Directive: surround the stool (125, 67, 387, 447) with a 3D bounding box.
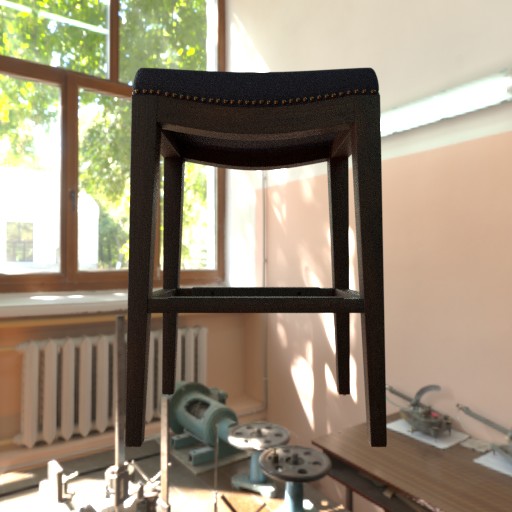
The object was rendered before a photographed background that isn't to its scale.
[{"bbox_3d":[0.000,0.000,1.024,0.498,0.740,0.358,0,-1,0],"label":"stool"}]
